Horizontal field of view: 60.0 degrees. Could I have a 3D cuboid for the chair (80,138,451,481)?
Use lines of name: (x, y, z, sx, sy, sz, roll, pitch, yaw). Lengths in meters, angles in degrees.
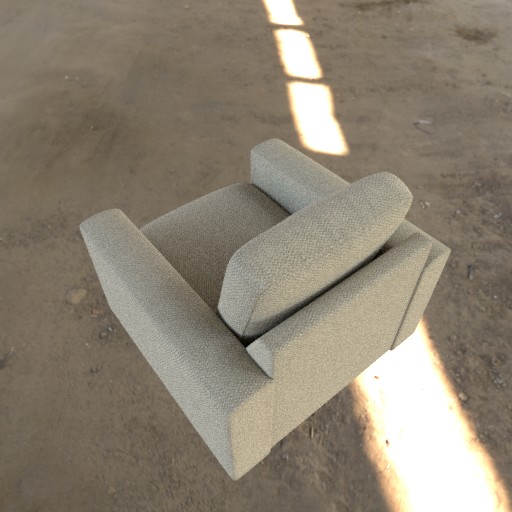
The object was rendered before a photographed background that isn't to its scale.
chair: (0.000, 0.000, 1.736, 1.005, 0.873, 1.016, -30, 53, -26)
